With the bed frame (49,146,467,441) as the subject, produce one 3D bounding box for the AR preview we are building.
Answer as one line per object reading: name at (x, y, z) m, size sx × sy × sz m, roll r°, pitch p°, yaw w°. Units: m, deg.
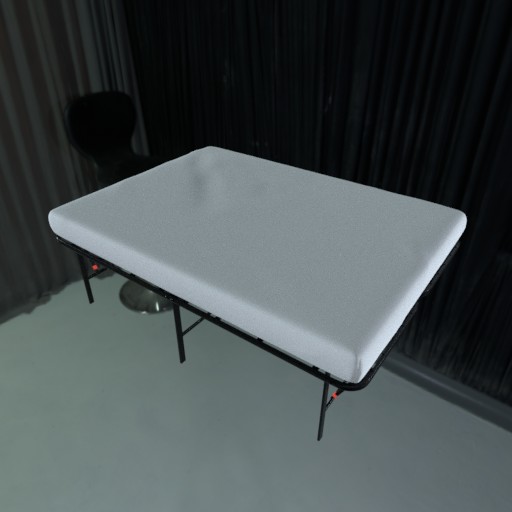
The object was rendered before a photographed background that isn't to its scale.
bed frame at (0.000, 0.000, 2.573) m, size 1.905 × 0.637 × 1.372 m, roll 22°, pitch 39°, yaw 30°
